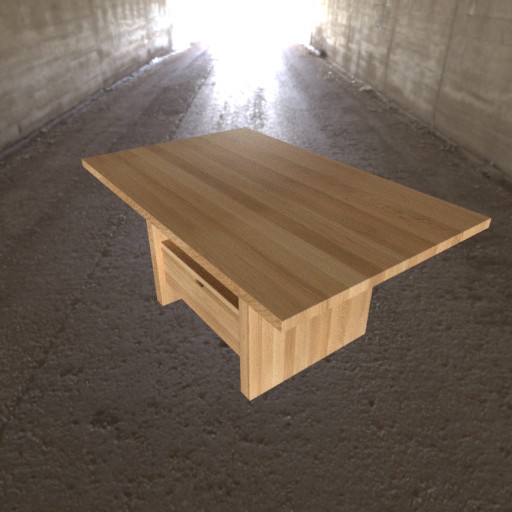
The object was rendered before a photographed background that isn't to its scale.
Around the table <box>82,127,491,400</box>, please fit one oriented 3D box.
[{"bbox_3d":[0.000,0.000,1.476,0.700,0.510,1.100,-21,37,-31],"label":"table"}]
